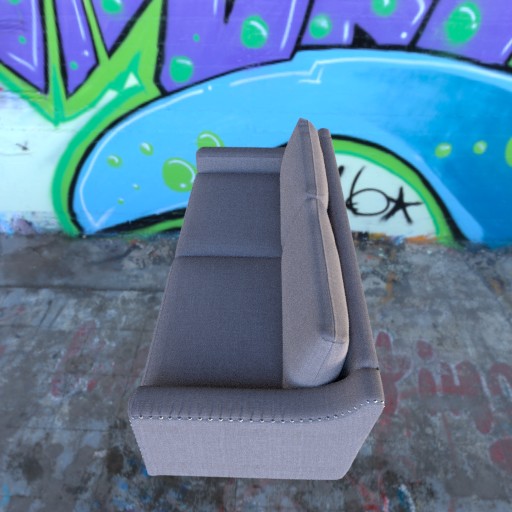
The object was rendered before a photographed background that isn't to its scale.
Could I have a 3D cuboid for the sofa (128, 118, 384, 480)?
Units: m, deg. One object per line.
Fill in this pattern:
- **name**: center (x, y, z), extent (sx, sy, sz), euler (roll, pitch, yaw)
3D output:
- **sofa**: center (0.000, 0.000, 2.594), extent (1.000, 0.857, 2.208), euler (1, 41, 1)
